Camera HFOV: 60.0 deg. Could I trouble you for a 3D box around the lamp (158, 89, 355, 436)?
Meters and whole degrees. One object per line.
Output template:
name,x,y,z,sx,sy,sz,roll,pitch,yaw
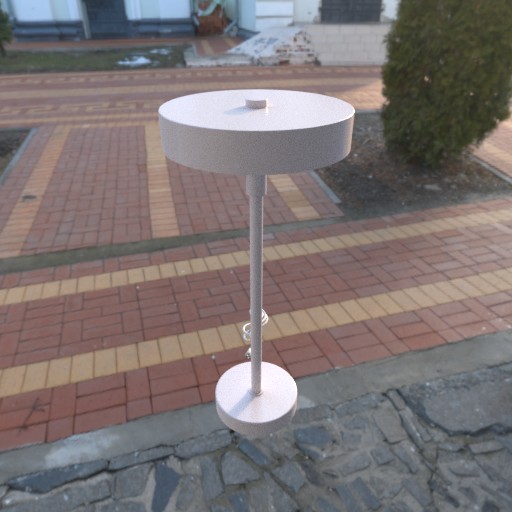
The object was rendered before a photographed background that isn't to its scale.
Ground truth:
lamp,0.000,0.000,0.708,0.229,0.508,0.369,0,30,0
